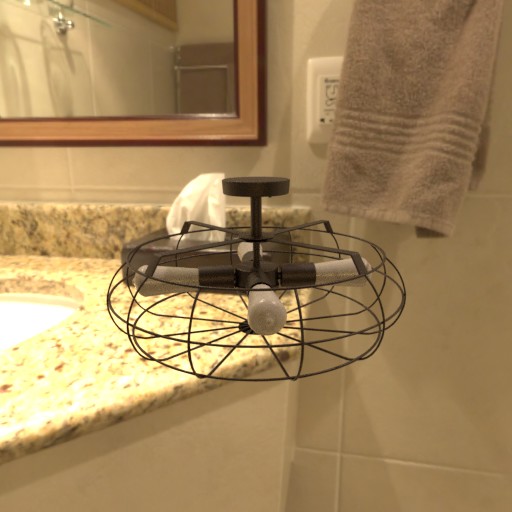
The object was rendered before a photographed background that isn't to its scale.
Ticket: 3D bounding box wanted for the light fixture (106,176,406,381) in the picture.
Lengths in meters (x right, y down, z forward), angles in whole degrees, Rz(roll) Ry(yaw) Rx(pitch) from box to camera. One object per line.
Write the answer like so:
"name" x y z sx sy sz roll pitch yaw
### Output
"light fixture" 0.000 0.000 0.899 0.582 0.311 0.582 0 15 0
